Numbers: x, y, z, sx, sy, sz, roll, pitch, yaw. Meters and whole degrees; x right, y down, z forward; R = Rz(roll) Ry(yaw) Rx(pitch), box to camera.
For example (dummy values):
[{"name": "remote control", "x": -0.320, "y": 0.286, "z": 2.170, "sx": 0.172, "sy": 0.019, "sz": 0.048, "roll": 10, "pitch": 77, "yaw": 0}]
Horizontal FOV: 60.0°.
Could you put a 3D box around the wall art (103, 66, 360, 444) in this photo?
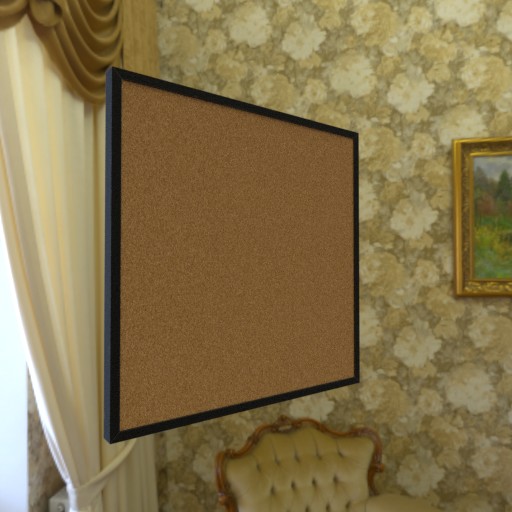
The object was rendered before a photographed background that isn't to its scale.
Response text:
[{"name": "wall art", "x": 0.000, "y": 0.000, "z": 1.135, "sx": 0.761, "sy": 0.761, "sz": 0.037, "roll": 1, "pitch": -1, "yaw": -37}]
